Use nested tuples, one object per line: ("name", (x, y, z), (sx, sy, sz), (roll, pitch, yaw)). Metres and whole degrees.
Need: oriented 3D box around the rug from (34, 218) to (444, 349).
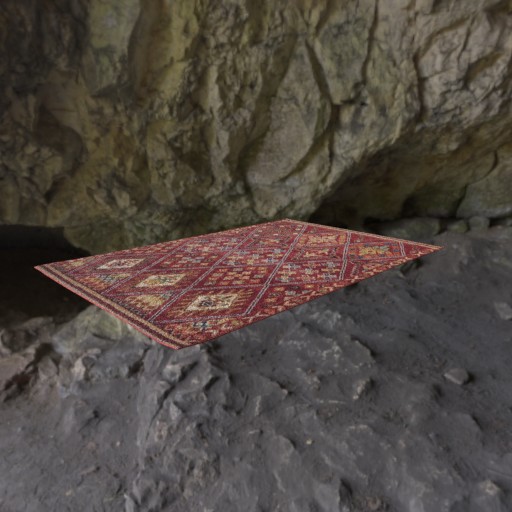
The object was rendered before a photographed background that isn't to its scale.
("rug", (0.000, 0.000, 2.922), (2.286, 0.026, 1.521), (-14, 21, -42))
